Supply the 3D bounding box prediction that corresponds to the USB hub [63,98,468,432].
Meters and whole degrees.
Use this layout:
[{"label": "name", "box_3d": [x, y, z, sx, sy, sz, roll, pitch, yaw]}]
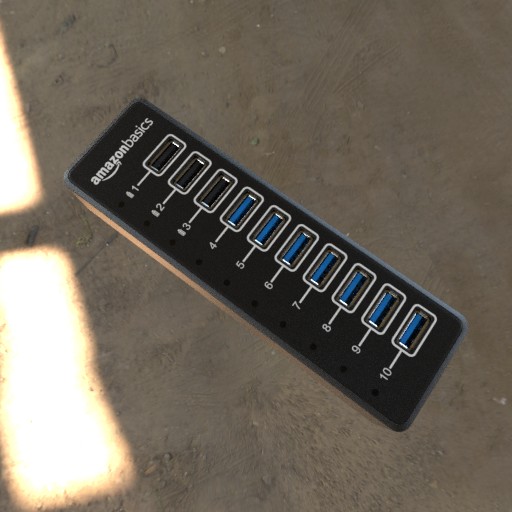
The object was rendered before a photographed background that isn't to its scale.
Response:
[{"label": "USB hub", "box_3d": [0.000, 0.000, 0.162, 0.145, 0.023, 0.044, 36, 77, 9]}]
